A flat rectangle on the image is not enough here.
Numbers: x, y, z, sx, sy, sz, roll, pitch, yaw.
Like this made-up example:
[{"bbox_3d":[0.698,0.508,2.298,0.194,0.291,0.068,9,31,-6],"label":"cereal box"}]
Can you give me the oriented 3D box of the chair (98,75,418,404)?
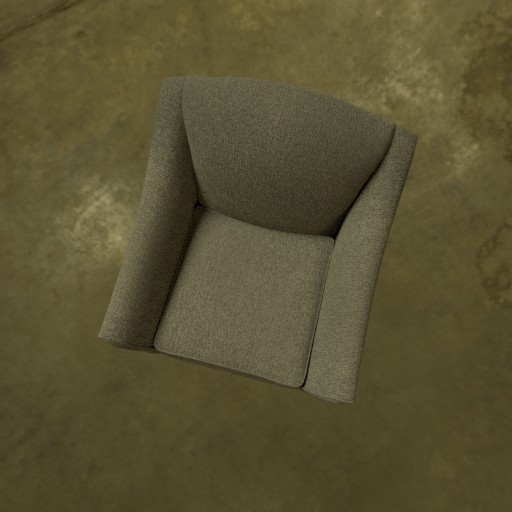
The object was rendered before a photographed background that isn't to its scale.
[{"bbox_3d":[0.000,0.000,1.468,0.763,0.839,0.787,14,77,3],"label":"chair"}]
